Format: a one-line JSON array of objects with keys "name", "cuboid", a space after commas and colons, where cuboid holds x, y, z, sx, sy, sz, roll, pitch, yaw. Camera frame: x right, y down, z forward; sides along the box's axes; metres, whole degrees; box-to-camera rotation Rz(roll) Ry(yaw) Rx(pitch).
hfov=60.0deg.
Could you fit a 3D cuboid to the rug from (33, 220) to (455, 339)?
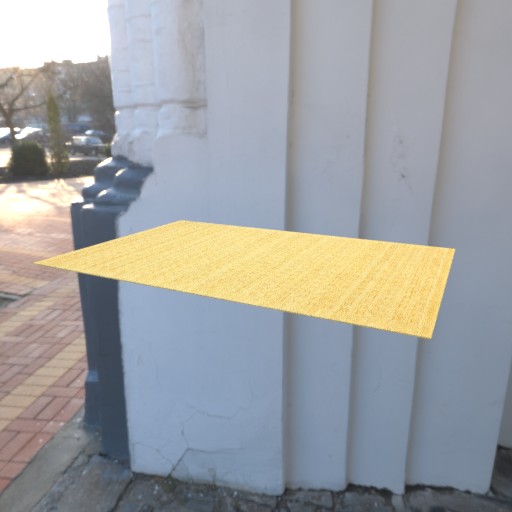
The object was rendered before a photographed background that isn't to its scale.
[{"name": "rug", "cuboid": [0.000, 0.000, 2.868, 2.286, 0.006, 1.524, 8, 17, 26]}]
